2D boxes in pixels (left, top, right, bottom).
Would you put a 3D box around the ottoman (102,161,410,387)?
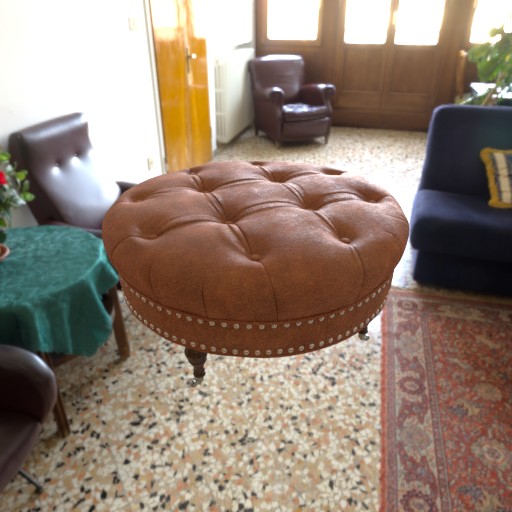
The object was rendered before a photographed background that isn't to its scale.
[{"bbox_3d":[0.000,0.000,1.425,0.901,0.444,0.901,0,29,0],"label":"ottoman"}]
